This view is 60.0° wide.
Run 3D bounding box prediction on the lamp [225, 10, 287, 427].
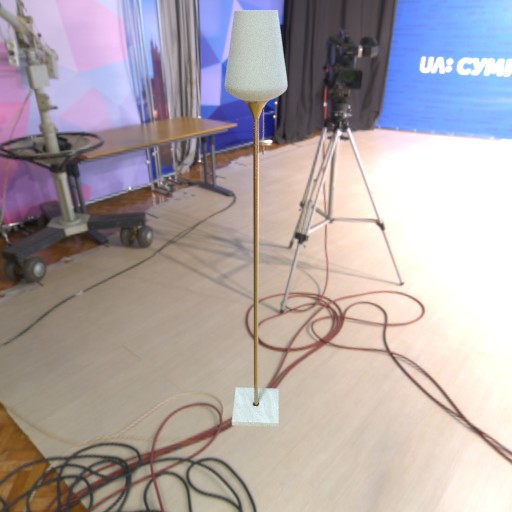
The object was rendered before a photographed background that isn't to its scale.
[{"bbox_3d":[0.000,0.000,1.871,0.232,1.813,0.229,1,29,2],"label":"lamp"}]
